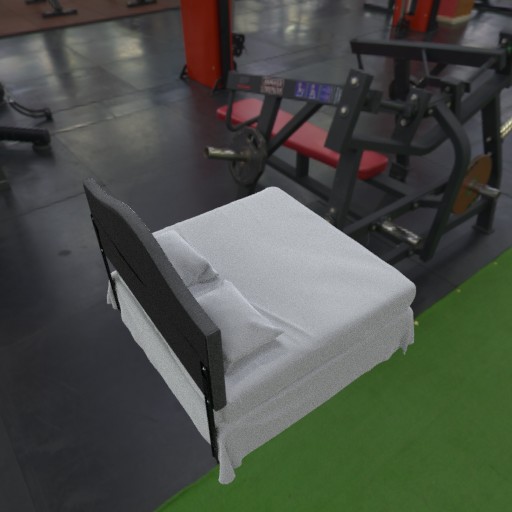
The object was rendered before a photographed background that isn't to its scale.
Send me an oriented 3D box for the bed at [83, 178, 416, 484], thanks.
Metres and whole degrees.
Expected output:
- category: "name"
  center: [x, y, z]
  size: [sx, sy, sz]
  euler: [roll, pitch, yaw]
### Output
- category: "bed"
  center: [0.000, 0.000, 3.827]
  size: [2.219, 1.651, 2.314]
  euler: [-25, 46, -26]
